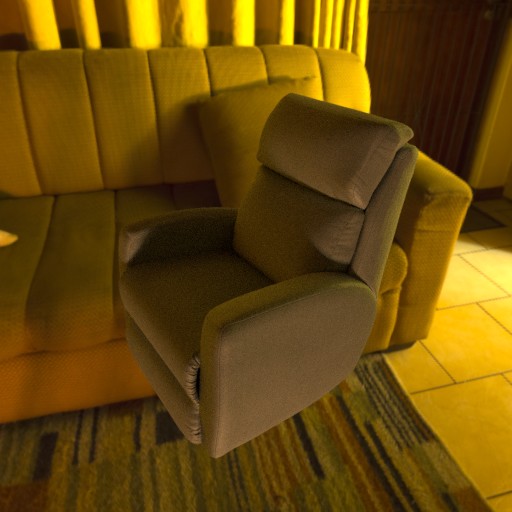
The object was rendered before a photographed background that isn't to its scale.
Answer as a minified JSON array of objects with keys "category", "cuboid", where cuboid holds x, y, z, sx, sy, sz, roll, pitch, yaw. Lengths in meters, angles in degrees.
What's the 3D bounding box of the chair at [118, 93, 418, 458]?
[{"category":"chair","cuboid":[0.000,0.000,1.669,0.940,1.016,0.794,-20,37,-29]}]
